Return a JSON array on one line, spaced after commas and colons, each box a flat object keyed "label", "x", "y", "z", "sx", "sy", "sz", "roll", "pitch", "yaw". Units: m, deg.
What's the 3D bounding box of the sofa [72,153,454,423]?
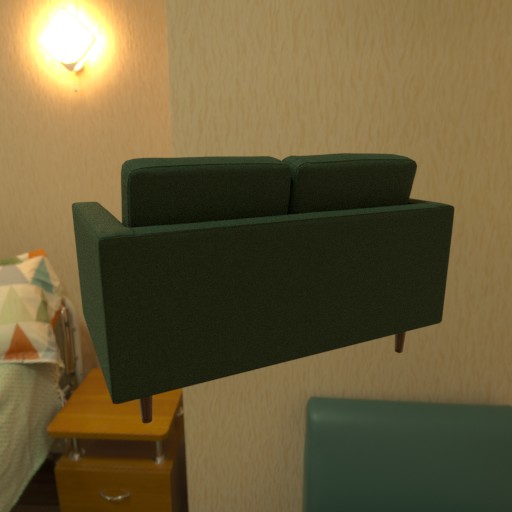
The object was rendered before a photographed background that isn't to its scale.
[{"label": "sofa", "x": 0.000, "y": 0.000, "z": 1.981, "sx": 1.430, "sy": 0.899, "sz": 0.879, "roll": -7, "pitch": 16, "yaw": -26}]
